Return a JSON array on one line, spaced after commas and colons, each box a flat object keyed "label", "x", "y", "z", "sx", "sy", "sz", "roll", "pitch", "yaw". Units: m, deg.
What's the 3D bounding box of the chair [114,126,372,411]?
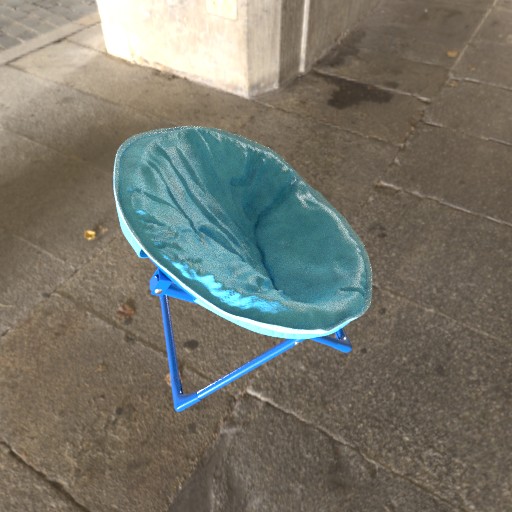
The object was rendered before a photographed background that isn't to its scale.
[{"label": "chair", "x": 0.000, "y": 0.000, "z": 0.899, "sx": 0.465, "sy": 0.478, "sz": 0.520, "roll": -11, "pitch": 49, "yaw": -9}]
